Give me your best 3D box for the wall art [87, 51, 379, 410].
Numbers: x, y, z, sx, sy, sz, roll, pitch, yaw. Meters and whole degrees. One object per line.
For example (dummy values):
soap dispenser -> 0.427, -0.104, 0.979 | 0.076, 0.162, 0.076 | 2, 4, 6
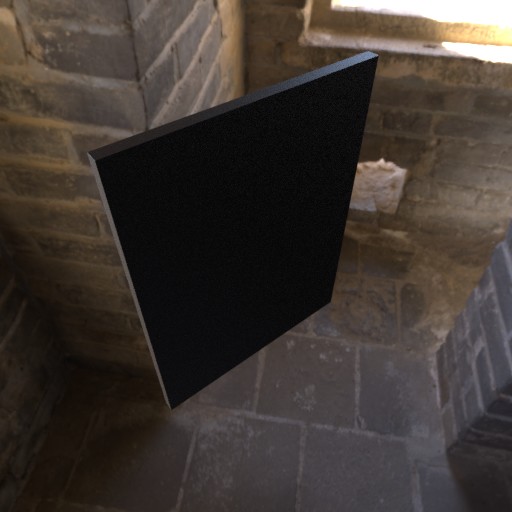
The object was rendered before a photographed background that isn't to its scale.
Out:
wall art -> 0.000, 0.000, 1.406 | 0.806, 1.062, 0.038 | -29, 53, -25
